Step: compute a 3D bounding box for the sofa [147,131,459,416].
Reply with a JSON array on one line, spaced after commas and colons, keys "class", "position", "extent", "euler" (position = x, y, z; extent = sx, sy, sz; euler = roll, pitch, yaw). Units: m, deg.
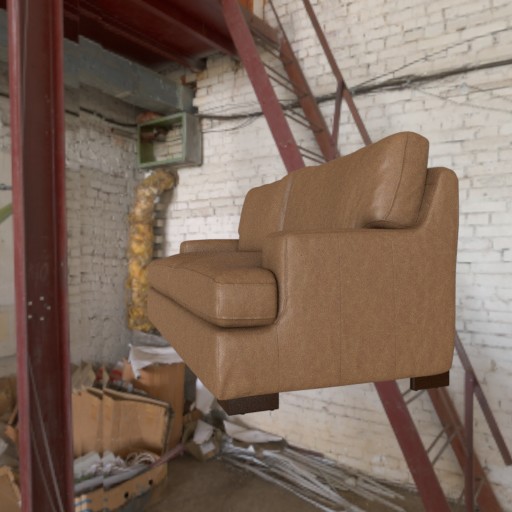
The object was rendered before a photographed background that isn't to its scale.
[{"class": "sofa", "position": [0.000, 0.000, 2.359], "extent": [0.962, 0.980, 1.855], "euler": [0, 1, -20]}]
